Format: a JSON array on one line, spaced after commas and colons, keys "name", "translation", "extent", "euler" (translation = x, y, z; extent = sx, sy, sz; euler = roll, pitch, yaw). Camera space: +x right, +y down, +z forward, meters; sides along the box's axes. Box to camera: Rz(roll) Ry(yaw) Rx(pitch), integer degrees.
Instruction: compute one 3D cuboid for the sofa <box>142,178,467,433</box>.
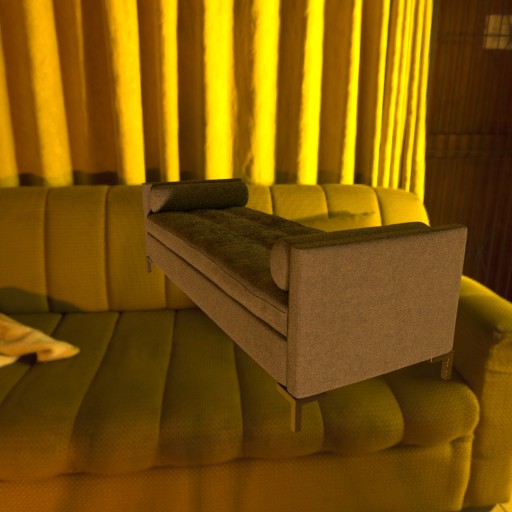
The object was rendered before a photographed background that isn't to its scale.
[{"name": "sofa", "translation": [0.000, 0.000, 2.502], "extent": [0.797, 0.657, 2.102], "euler": [-8, 18, -26]}]
